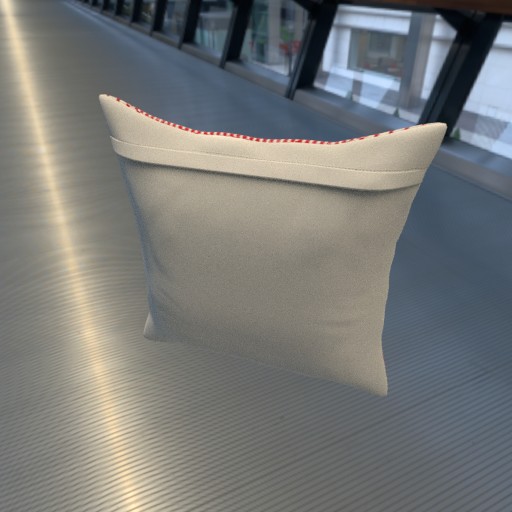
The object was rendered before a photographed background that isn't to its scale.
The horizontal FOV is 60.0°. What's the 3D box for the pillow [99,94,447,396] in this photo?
[{"bbox_3d":[0.000,0.000,0.689,0.463,0.454,0.160,10,33,16],"label":"pillow"}]
